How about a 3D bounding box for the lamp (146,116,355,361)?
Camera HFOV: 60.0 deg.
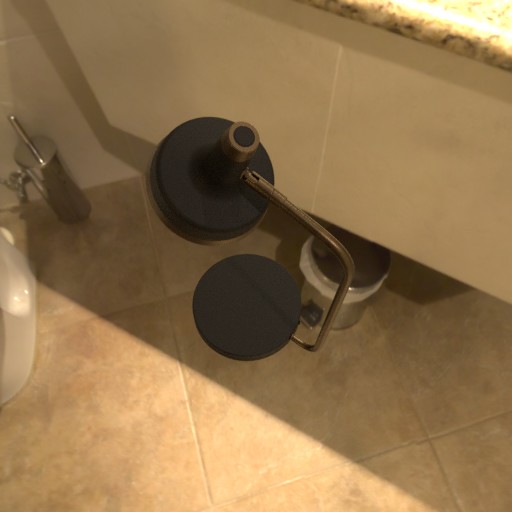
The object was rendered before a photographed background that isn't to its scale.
[{"bbox_3d":[0.000,0.000,0.491,0.218,0.385,0.162,33,68,16],"label":"lamp"}]
